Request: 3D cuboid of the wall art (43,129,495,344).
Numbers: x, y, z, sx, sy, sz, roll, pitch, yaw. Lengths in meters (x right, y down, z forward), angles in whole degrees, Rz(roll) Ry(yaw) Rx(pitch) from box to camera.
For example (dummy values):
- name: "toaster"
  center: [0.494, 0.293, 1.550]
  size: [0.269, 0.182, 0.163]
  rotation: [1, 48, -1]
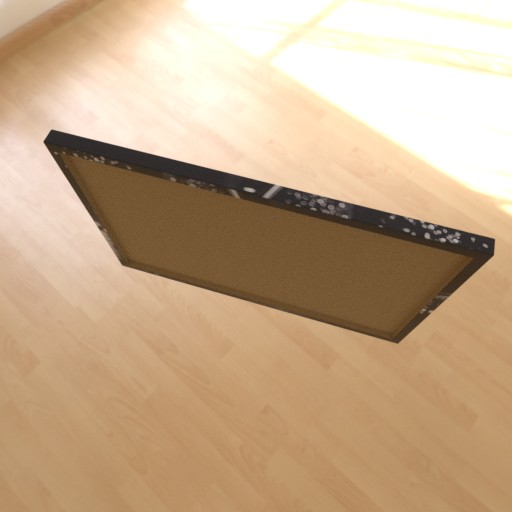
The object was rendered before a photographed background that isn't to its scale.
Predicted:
- name: "wall art"
  center: [0.000, 0.000, 1.142]
  size: [0.914, 0.609, 0.038]
  rotation: [15, 65, 7]
